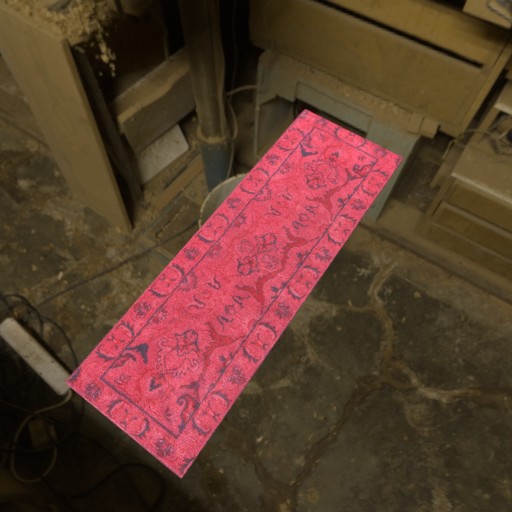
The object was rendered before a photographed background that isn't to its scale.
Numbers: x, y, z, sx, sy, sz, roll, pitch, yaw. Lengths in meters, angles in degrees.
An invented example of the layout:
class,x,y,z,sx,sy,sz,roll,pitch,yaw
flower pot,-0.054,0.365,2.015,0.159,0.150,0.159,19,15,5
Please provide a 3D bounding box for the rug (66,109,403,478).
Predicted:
class,x,y,z,sx,sy,sz,roll,pitch,yaw
rug,0.000,0.000,2.743,0.813,0.018,2.439,32,67,15
